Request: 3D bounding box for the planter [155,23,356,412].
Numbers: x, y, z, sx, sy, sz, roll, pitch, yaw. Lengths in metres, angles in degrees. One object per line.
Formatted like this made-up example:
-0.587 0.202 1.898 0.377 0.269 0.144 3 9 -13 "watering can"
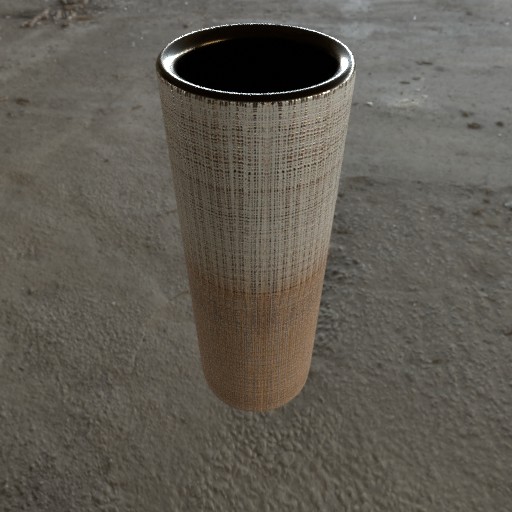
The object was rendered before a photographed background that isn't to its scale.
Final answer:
0.000 0.000 0.315 0.099 0.278 0.099 10 45 10 "planter"
